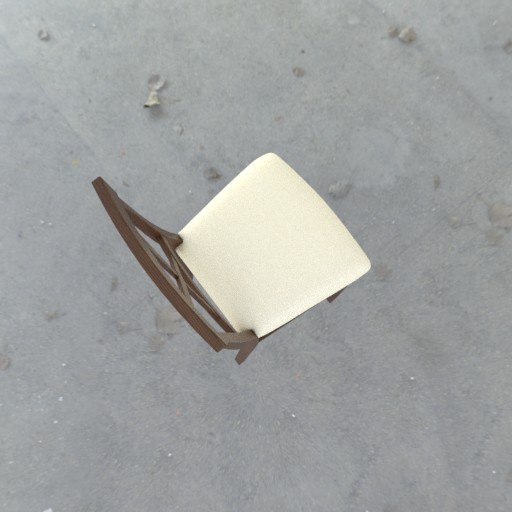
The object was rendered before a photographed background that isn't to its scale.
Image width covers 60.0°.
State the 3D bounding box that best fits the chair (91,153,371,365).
[{"bbox_3d":[0.000,0.000,1.209,0.480,0.913,0.440,-37,77,-10],"label":"chair"}]
